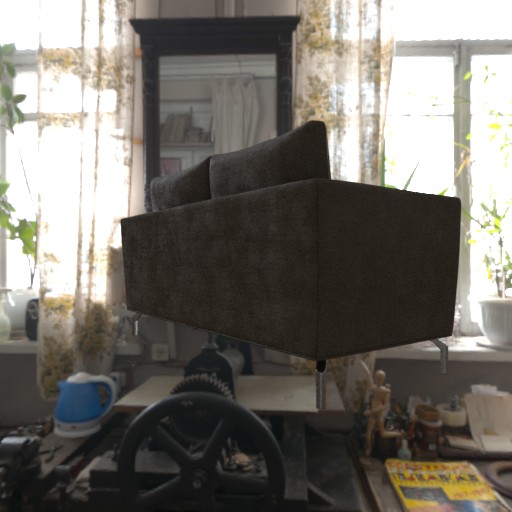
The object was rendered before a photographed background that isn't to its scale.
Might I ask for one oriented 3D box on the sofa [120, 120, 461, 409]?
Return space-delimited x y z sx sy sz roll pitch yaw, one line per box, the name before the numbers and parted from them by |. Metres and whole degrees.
sofa | 0.000 0.000 2.358 0.855 1.013 1.832 0 0 -36
